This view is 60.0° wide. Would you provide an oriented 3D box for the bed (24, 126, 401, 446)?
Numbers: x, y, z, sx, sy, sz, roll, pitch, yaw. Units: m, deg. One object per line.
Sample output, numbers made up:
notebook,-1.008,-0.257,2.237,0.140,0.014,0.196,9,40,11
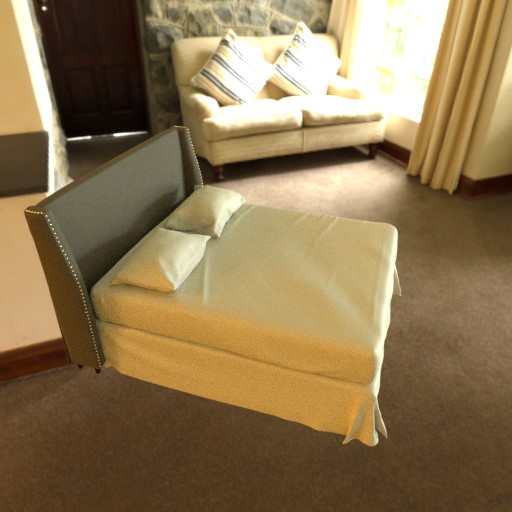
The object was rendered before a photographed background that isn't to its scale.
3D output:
bed,0.000,0.000,3.391,2.276,1.332,1.925,10,33,16
